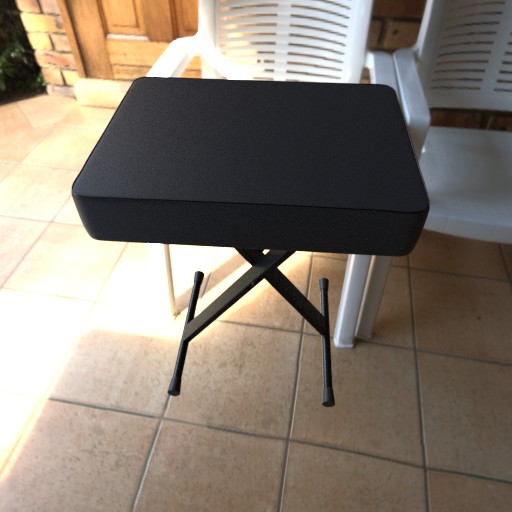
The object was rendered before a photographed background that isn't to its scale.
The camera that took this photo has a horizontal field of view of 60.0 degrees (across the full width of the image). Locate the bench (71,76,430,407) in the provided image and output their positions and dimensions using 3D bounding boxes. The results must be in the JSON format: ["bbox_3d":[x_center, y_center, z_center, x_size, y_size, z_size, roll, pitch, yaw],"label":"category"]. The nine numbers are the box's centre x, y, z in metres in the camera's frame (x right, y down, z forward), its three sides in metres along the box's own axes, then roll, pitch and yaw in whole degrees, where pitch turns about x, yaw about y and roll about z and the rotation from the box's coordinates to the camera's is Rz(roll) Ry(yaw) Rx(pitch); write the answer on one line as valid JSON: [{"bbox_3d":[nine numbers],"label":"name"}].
[{"bbox_3d":[0.000,0.000,0.795,0.424,0.500,0.321,3,46,3],"label":"bench"}]
